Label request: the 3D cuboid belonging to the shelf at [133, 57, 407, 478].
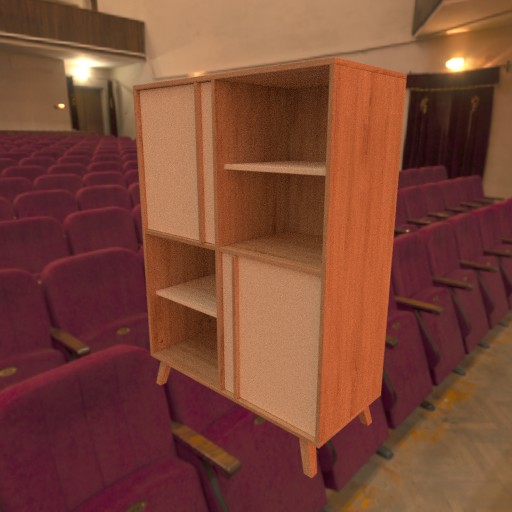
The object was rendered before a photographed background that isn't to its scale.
[{"bbox_3d":[0.000,0.000,1.872,1.000,1.390,0.450,13,20,41],"label":"shelf"}]
